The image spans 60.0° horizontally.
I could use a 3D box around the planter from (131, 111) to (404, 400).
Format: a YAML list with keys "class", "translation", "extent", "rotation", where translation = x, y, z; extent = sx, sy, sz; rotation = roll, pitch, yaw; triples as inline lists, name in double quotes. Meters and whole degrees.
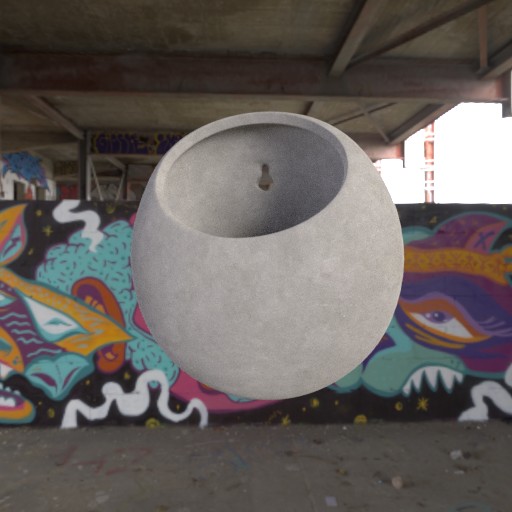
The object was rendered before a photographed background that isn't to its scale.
- class: "planter"
  translation: [0.000, 0.000, 0.292]
  extent: [0.185, 0.188, 0.071]
  rotation: [0, 0, 17]
